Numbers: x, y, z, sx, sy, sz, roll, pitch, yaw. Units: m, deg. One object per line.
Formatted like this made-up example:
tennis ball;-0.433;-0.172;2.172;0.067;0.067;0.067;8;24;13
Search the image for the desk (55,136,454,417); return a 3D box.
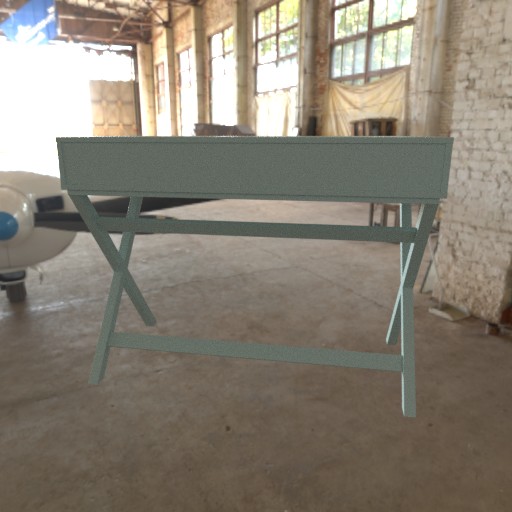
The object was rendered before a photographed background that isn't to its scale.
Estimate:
desk;0.000;0.000;1.498;1.059;0.780;0.509;3;16;10
